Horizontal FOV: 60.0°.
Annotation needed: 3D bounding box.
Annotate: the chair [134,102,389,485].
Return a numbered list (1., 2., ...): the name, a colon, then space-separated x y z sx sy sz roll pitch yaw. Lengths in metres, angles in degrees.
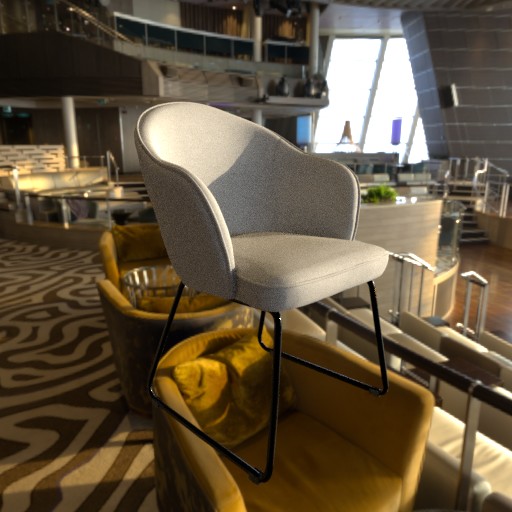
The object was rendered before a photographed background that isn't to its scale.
1. chair: 0.000 0.000 1.184 0.592 0.817 0.570 13 19 43
